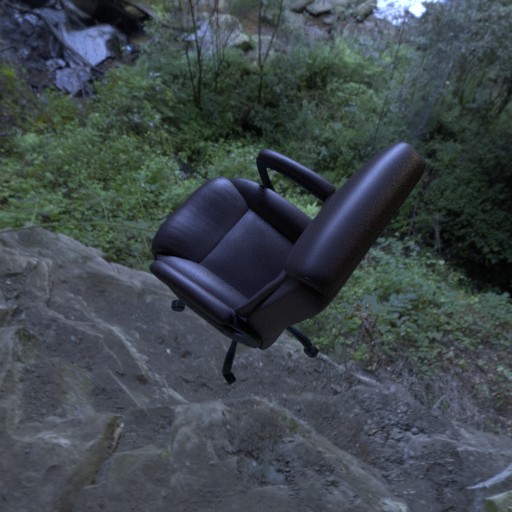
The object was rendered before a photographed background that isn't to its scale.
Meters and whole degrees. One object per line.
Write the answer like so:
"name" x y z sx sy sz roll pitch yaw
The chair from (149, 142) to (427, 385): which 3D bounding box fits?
"chair" 0.000 0.000 1.439 0.655 1.072 0.615 34 67 16
